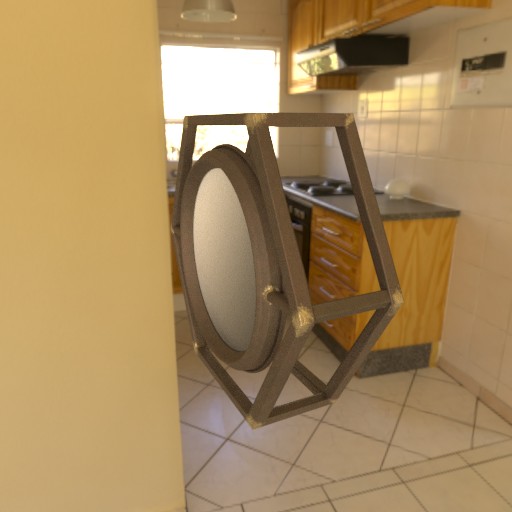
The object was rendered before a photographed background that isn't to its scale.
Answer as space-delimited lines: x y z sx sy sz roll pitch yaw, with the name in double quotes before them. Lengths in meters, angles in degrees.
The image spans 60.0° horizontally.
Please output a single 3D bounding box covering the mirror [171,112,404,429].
"mirror" 0.000 0.000 0.549 0.119 0.334 0.380 -8 19 -25
